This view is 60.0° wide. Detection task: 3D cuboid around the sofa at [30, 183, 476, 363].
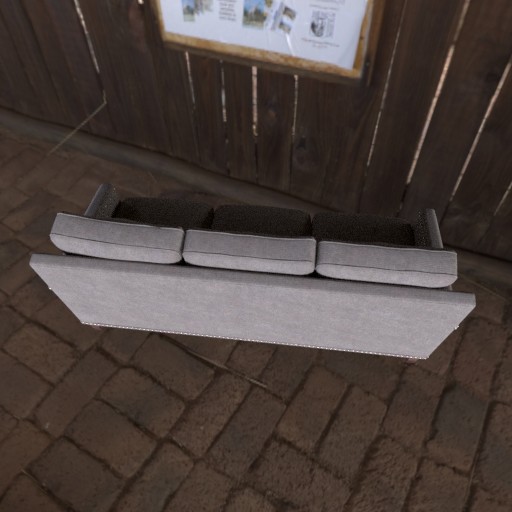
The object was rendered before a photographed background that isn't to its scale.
[{"bbox_3d":[0.000,0.000,2.770,2.226,1.042,1.034,5,49,4],"label":"sofa"}]
